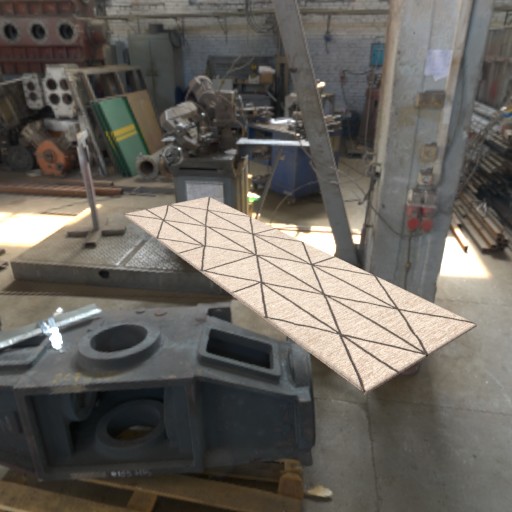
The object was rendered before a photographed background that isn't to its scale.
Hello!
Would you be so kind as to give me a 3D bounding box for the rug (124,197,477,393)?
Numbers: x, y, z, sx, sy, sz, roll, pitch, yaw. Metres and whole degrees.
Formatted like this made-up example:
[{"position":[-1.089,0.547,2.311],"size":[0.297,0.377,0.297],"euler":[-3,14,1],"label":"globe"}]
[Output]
[{"position":[0.000,0.000,2.742],"size":[0.762,0.012,2.438],"euler":[-17,30,-32],"label":"rug"}]
